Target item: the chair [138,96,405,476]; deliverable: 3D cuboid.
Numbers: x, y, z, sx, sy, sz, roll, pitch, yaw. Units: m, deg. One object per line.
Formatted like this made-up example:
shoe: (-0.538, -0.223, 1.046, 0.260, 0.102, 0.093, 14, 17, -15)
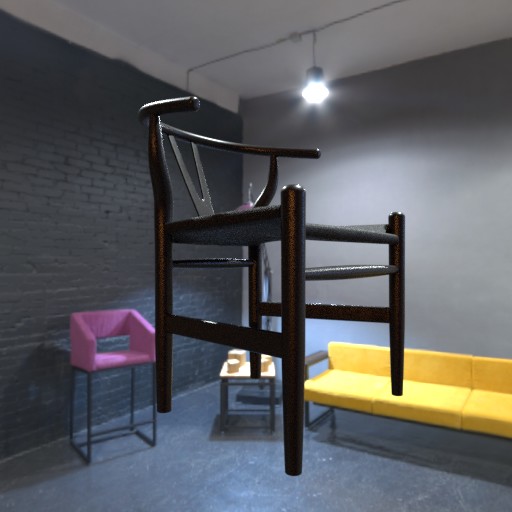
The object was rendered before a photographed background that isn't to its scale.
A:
chair: (0.000, 0.000, 1.115, 0.579, 0.730, 0.569, 0, -1, 36)
